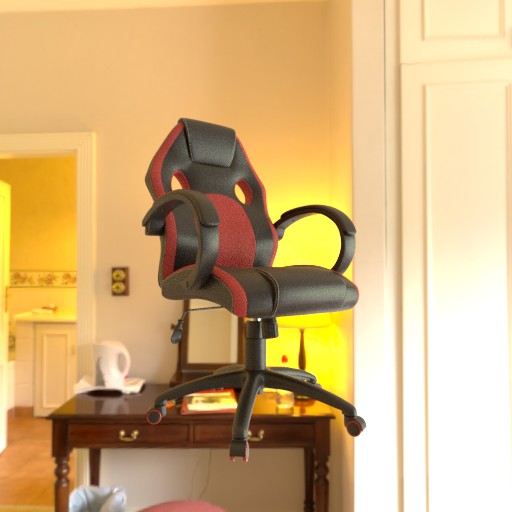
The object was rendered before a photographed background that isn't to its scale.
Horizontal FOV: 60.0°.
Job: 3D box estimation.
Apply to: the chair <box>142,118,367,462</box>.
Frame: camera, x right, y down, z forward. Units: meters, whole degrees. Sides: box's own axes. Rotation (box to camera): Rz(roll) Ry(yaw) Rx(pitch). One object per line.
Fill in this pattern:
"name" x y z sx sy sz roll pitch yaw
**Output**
"chair" 0.000 0.000 1.675 0.750 1.189 0.783 1 -2 -36
